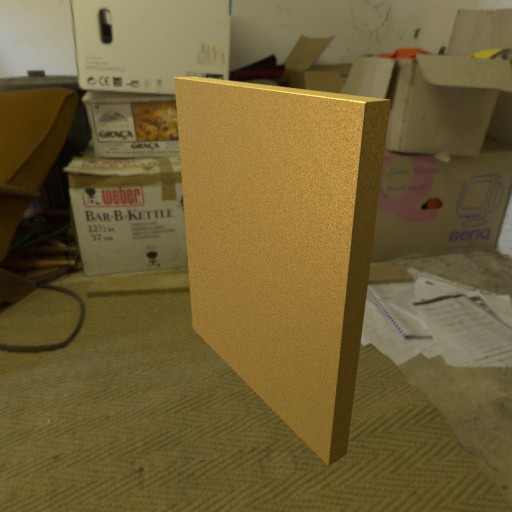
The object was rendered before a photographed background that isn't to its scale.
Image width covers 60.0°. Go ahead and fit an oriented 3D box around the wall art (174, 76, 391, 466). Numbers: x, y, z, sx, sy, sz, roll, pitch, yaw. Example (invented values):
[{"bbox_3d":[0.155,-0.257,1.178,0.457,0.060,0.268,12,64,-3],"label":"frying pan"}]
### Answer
[{"bbox_3d":[0.000,0.000,0.893,0.048,0.642,0.537,-17,30,-31],"label":"wall art"}]
